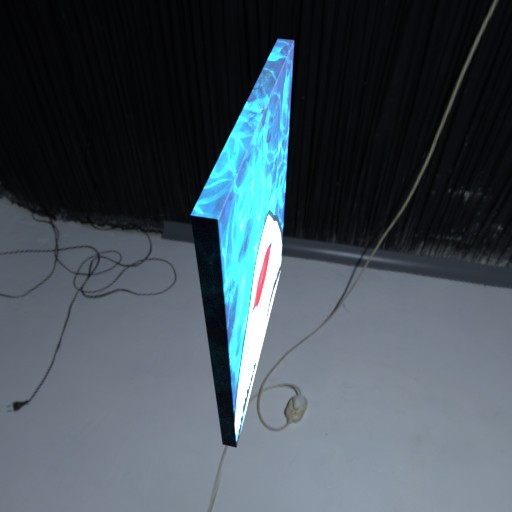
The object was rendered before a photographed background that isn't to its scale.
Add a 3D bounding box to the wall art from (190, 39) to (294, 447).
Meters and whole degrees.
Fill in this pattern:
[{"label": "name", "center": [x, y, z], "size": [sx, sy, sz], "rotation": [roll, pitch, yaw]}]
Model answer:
[{"label": "wall art", "center": [0.000, 0.000, 1.046], "size": [0.038, 0.760, 0.609], "rotation": [9, 47, 9]}]
